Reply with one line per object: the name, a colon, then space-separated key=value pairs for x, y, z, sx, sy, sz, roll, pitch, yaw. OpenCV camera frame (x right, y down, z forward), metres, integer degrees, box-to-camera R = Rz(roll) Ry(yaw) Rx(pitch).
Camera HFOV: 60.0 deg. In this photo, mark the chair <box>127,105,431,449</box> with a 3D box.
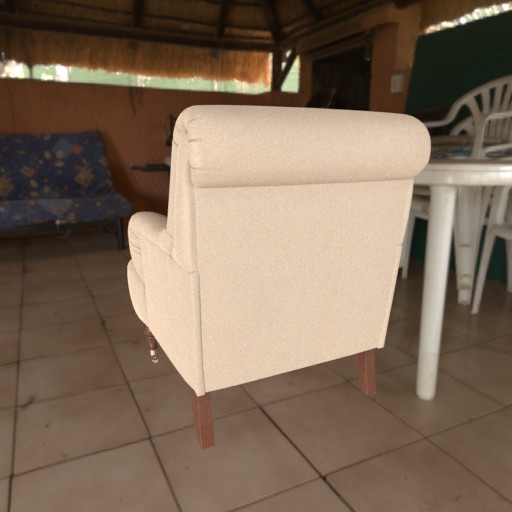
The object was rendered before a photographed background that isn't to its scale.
chair: x=0.000 y=0.000 z=1.556 sx=0.766 sy=0.942 sz=0.842 roll=-7 pitch=15 yaw=-27
